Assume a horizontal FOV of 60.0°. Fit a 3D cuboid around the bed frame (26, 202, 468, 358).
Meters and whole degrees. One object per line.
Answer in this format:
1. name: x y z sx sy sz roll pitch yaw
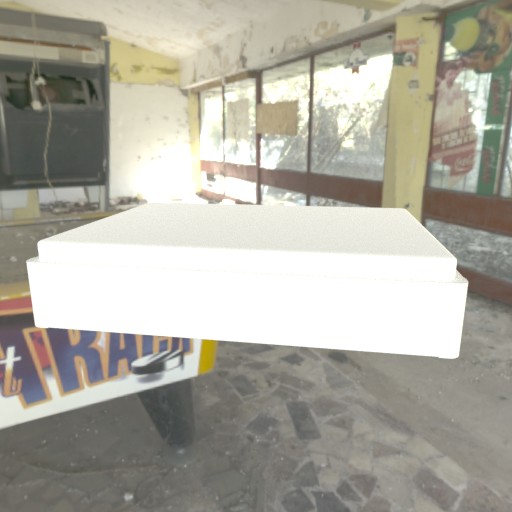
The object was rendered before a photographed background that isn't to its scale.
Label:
1. bed frame: 0.000 0.000 2.536 1.900 0.406 1.400 2 15 9
